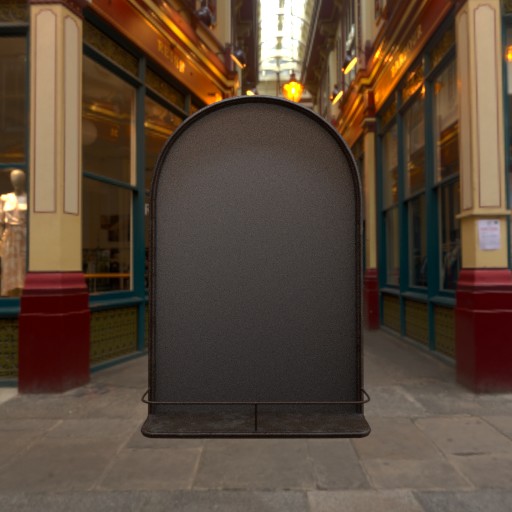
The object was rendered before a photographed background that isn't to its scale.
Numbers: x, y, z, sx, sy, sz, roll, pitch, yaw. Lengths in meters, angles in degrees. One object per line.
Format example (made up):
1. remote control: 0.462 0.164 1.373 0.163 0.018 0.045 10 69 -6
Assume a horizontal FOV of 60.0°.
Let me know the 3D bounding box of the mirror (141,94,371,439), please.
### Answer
1. mirror: 0.000 0.000 1.001 0.510 0.770 0.137 0 -1 0
